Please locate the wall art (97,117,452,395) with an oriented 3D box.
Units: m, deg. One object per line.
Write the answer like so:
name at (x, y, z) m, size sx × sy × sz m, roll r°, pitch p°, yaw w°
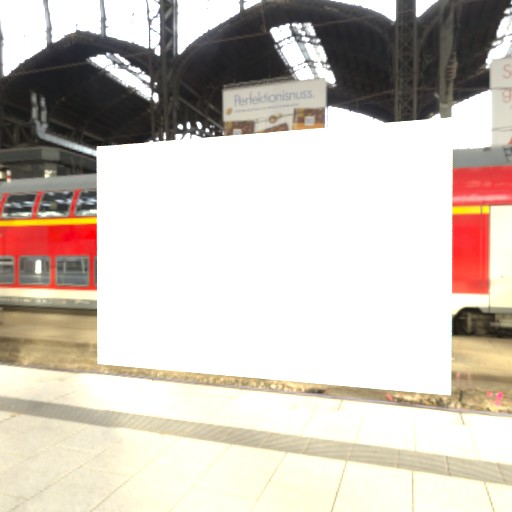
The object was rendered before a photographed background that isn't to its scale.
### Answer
wall art at (0.000, 0.000, 1.107) m, size 0.894 × 0.595 × 0.057 m, roll 0°, pitch 1°, yaw 17°
